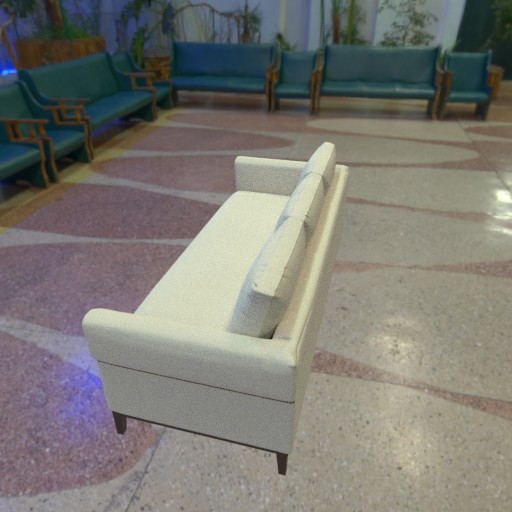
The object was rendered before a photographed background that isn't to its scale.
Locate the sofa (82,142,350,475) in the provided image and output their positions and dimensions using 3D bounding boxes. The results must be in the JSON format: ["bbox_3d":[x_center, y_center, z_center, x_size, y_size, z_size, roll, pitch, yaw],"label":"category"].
[{"bbox_3d":[0.000,0.000,2.707,0.902,0.911,2.198,8,32,13],"label":"sofa"}]
